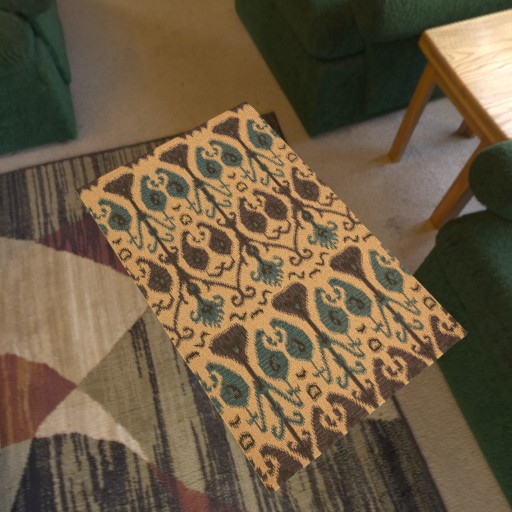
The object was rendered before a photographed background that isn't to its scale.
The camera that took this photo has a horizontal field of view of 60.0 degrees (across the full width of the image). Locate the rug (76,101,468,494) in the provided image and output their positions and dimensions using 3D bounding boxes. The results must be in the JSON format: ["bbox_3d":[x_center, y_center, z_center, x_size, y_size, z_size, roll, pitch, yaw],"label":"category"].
[{"bbox_3d":[0.000,0.000,2.107,1.072,0.013,1.698,-33,68,-15],"label":"rug"}]
